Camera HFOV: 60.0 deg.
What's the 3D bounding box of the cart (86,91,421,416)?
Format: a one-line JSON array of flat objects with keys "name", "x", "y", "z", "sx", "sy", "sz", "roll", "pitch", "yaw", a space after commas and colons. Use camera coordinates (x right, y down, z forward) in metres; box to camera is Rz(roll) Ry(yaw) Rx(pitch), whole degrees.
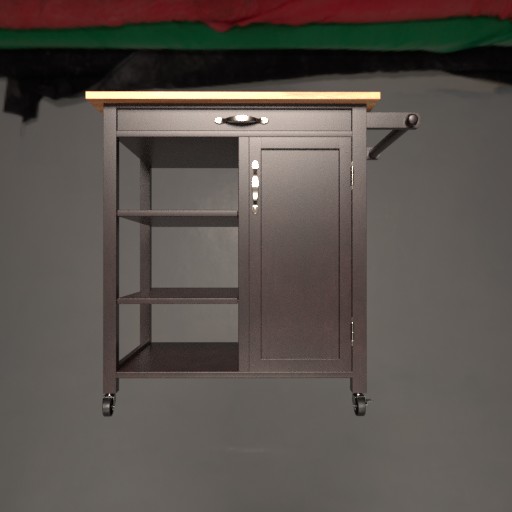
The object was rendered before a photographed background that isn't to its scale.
[{"name": "cart", "x": 0.000, "y": 0.000, "z": 1.422, "sx": 0.914, "sy": 0.878, "sz": 0.472, "roll": 0, "pitch": 0, "yaw": 0}]
